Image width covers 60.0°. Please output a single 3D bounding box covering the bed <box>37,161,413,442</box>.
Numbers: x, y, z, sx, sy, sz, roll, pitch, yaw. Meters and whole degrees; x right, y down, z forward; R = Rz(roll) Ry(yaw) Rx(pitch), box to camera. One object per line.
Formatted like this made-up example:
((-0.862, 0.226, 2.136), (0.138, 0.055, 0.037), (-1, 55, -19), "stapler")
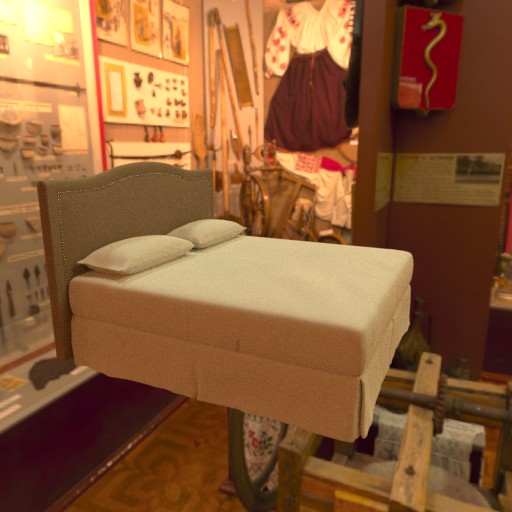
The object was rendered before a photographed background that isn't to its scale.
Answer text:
((0.000, 0.000, 3.462), (2.182, 1.421, 2.083), (6, 15, 25), "bed")
